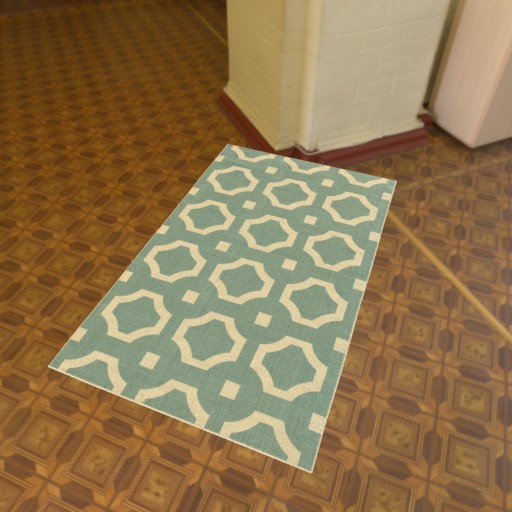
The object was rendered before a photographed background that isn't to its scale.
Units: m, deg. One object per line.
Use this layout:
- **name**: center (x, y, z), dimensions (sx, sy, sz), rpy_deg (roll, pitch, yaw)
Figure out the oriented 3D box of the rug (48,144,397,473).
- **rug**: center (0.000, 0.000, 3.056), dimensions (1.528, 0.015, 2.443), rpy_deg (16, 48, 15)
